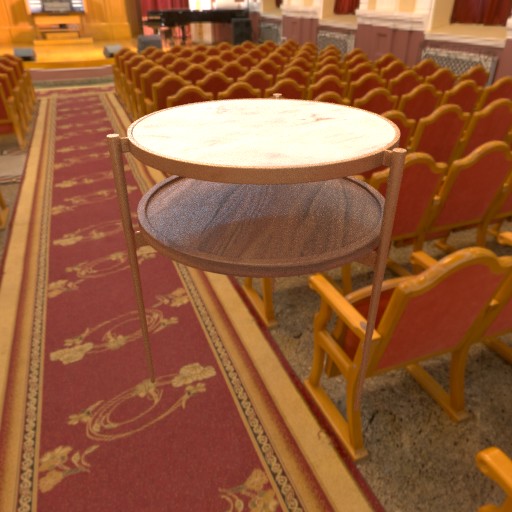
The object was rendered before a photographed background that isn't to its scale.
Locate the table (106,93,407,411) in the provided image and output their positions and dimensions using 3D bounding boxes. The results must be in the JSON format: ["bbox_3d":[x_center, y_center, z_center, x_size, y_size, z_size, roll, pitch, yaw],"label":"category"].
[{"bbox_3d":[0.000,0.000,0.827,0.456,0.493,0.430,-11,32,-18],"label":"table"}]
